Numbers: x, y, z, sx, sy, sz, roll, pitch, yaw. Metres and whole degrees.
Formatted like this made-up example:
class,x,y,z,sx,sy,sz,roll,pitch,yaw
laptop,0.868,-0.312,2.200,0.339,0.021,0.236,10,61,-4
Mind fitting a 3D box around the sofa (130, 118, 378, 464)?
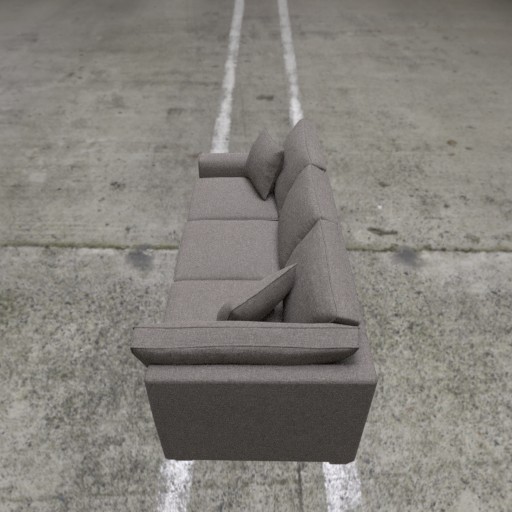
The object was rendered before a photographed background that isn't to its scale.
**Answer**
class,x,y,z,sx,sy,sz,roll,pitch,yaw
sofa,0.000,0.000,2.895,1.061,0.962,2.317,0,40,0
